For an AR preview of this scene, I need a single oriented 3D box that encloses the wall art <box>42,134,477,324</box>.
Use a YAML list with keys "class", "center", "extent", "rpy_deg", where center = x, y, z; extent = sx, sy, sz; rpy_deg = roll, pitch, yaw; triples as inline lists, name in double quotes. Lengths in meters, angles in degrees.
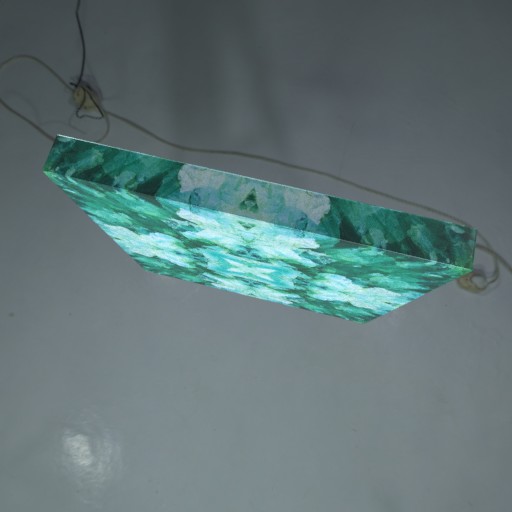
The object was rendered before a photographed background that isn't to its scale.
- class: "wall art"
  center: [0.000, 0.000, 0.466]
  extent: [0.313, 0.313, 0.033]
  rpy_deg: [13, 75, 4]
